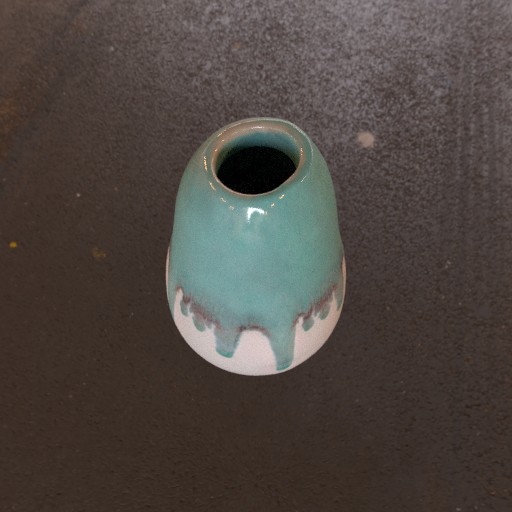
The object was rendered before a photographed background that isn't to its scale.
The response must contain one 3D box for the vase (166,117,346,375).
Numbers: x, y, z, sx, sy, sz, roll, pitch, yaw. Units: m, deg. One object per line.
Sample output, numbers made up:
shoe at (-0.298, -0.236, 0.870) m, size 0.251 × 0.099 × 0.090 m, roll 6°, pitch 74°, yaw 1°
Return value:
vase at (0.000, 0.000, 0.258) m, size 0.116 × 0.179 × 0.116 m, roll 0°, pitch 63°, yaw 0°
